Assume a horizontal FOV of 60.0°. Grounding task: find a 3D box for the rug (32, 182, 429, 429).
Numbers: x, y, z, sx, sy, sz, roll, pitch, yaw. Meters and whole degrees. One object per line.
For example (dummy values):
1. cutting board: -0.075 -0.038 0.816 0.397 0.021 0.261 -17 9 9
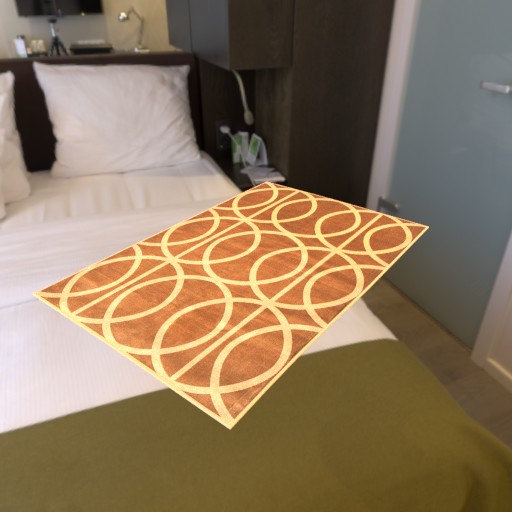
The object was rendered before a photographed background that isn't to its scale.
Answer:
1. rug: 0.000 0.000 2.949 1.526 0.014 2.290 21 37 32
